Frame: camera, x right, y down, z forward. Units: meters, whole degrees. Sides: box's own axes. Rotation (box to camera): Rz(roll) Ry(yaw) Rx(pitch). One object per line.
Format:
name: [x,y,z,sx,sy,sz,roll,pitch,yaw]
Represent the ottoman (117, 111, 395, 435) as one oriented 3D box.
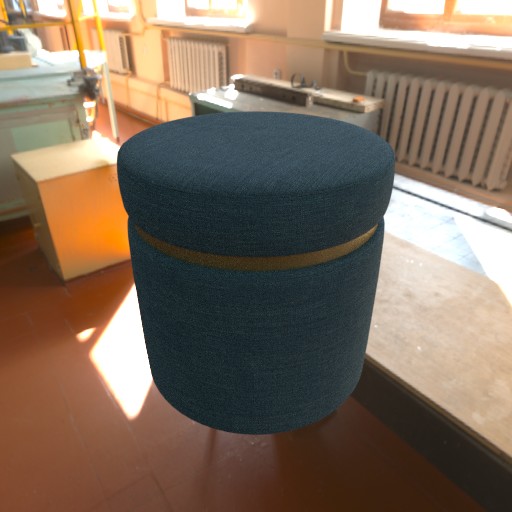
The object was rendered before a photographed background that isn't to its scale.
ottoman: [0.000,0.000,0.737,0.398,0.406,0.398,0,30,0]
